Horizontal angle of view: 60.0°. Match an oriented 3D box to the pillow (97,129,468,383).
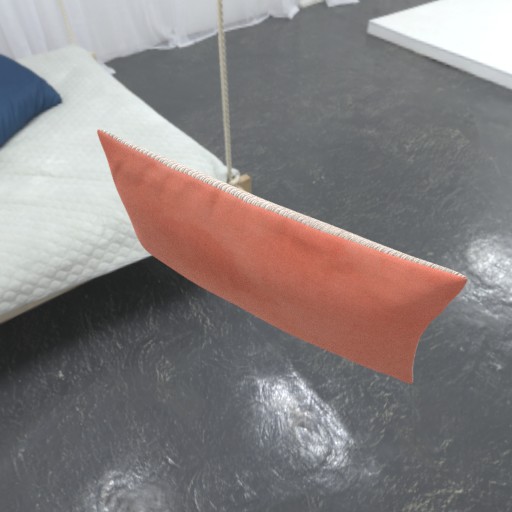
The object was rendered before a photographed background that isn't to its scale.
[{"bbox_3d":[0.000,0.000,0.742,0.608,0.307,0.155,25,50,23],"label":"pillow"}]
